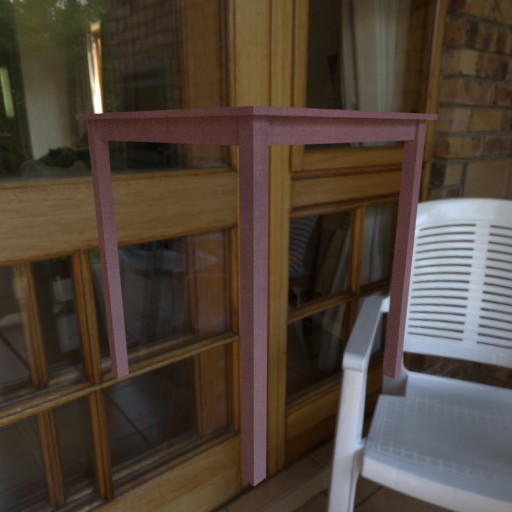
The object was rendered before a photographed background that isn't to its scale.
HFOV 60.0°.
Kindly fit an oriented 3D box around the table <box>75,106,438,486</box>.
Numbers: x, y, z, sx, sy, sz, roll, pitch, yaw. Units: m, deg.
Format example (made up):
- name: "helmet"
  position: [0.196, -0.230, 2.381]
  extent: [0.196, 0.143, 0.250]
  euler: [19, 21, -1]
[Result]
- name: "table"
  position: [0.000, 0.000, 1.627]
  extent: [0.861, 0.991, 0.861]
  euler: [-15, 22, -42]
